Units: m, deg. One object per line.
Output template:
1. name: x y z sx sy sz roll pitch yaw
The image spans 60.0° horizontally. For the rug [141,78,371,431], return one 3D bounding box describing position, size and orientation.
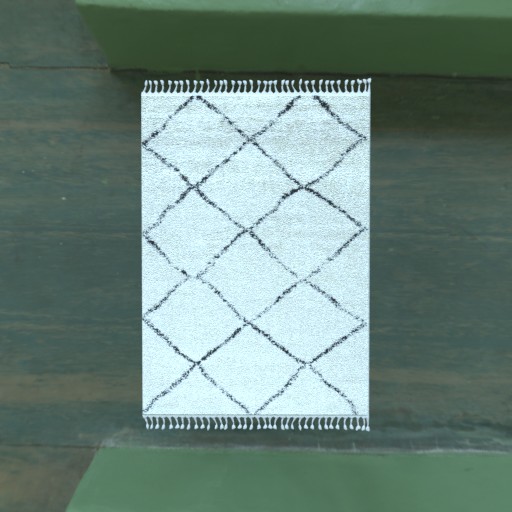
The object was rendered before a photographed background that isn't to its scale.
1. rug: 0.000 0.000 2.895 1.494 0.031 2.307 0 91 0
